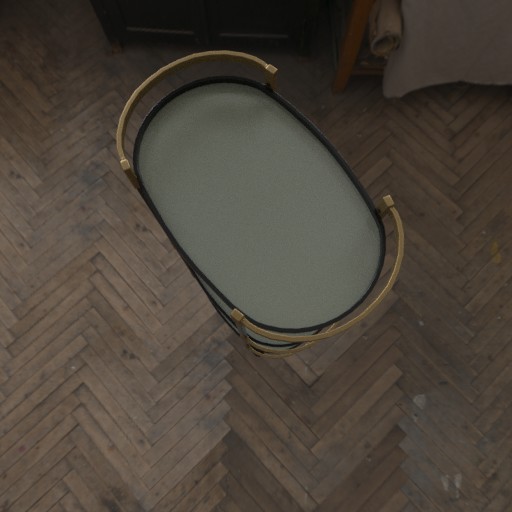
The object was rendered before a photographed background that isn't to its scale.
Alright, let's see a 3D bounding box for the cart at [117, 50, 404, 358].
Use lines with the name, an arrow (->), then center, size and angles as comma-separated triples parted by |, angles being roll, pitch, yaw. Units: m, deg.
cart -> 0.000, 0.000, 1.105 | 0.311, 0.885, 0.515 | -36, 78, -9
